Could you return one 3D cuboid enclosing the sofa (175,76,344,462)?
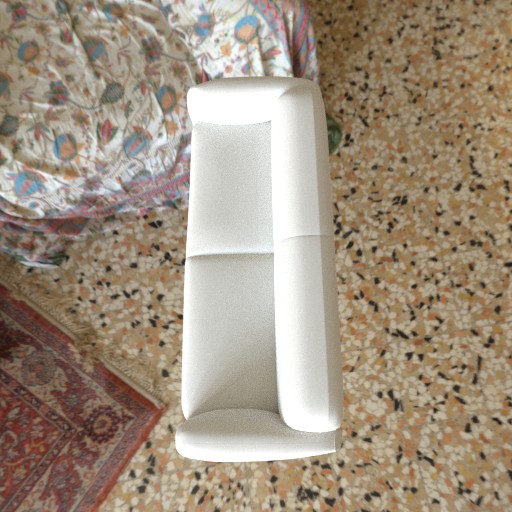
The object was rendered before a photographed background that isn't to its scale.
[{"bbox_3d":[0.000,0.000,2.699,0.880,0.780,2.257,-1,74,0],"label":"sofa"}]
